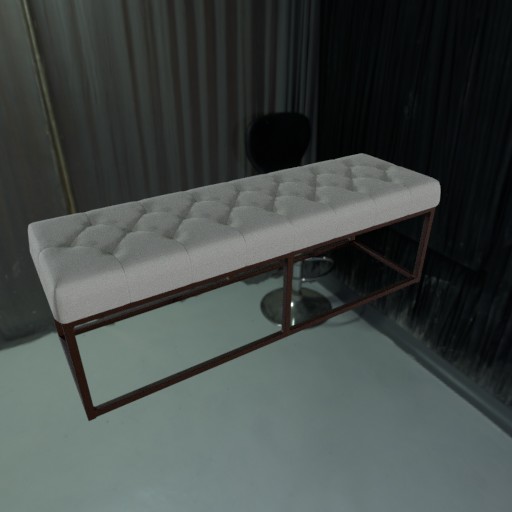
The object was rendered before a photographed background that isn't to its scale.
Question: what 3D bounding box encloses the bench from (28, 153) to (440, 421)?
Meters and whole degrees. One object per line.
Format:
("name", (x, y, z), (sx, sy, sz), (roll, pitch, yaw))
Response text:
("bench", (0.000, 0.000, 1.711), (1.488, 0.488, 0.479), (-17, 34, -27))
